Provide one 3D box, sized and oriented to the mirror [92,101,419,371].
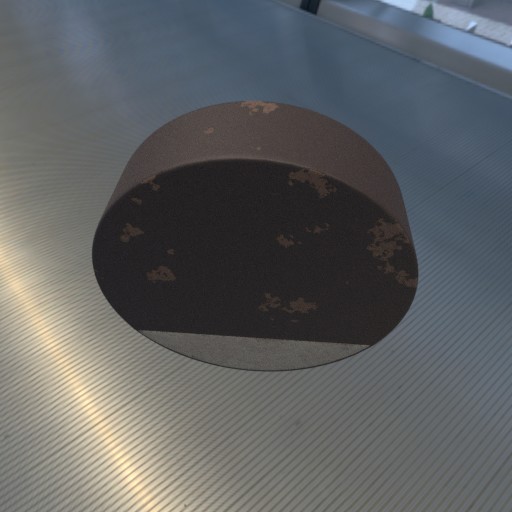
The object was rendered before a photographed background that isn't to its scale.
[{"bbox_3d":[0.000,0.000,0.580,0.386,0.386,0.126,3,47,3],"label":"mirror"}]
